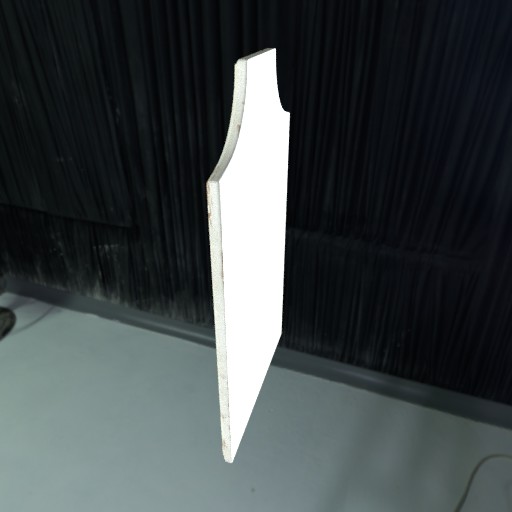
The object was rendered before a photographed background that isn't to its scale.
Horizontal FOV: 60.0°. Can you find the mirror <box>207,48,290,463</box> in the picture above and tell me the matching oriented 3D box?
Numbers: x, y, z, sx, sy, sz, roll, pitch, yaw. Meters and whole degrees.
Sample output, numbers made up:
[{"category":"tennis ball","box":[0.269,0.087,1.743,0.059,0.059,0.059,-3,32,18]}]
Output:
[{"category":"mirror","box":[0.000,0.000,0.858,0.022,0.717,0.403,9,32,14]}]
